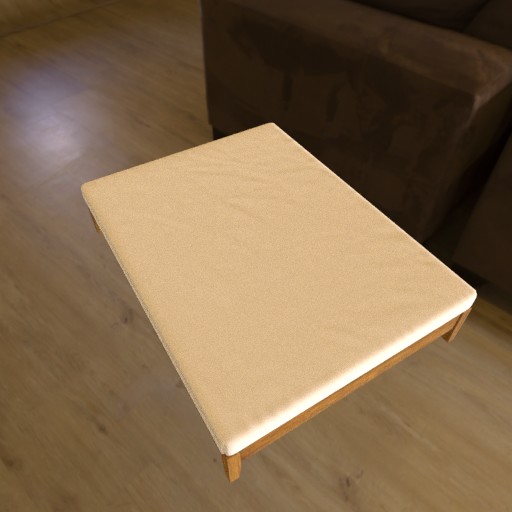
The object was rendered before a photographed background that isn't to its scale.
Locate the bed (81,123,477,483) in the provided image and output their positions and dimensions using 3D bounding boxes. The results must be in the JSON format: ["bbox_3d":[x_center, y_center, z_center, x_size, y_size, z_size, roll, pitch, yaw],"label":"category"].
[{"bbox_3d":[0.000,0.000,2.778,1.536,0.431,2.016,-24,52,-21],"label":"bed"}]
